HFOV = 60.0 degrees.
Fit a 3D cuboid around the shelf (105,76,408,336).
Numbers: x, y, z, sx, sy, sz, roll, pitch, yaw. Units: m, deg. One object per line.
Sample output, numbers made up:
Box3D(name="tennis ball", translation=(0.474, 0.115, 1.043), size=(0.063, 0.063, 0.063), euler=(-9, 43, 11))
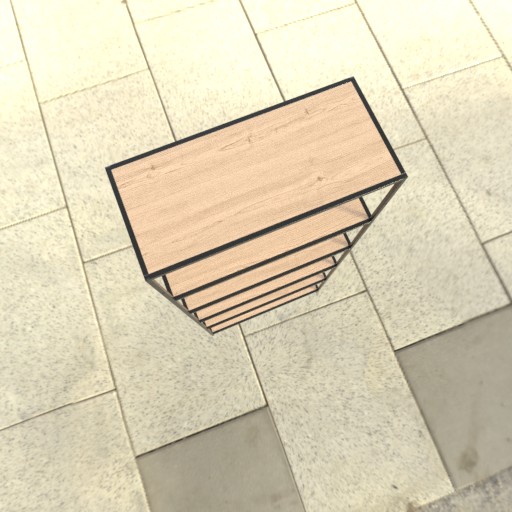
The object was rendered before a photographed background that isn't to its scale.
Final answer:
Box3D(name="shelf", translation=(0.000, 0.000, 2.127), size=(0.770, 1.850, 0.350), euler=(-22, 76, -6))
